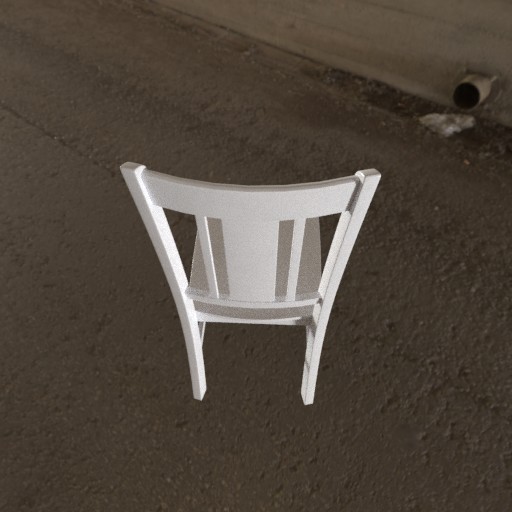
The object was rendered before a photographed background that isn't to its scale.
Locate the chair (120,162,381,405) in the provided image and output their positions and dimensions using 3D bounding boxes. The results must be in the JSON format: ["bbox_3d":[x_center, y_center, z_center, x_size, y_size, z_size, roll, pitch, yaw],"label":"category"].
[{"bbox_3d":[0.000,0.000,1.299,0.450,0.998,0.555,2,48,2],"label":"chair"}]
